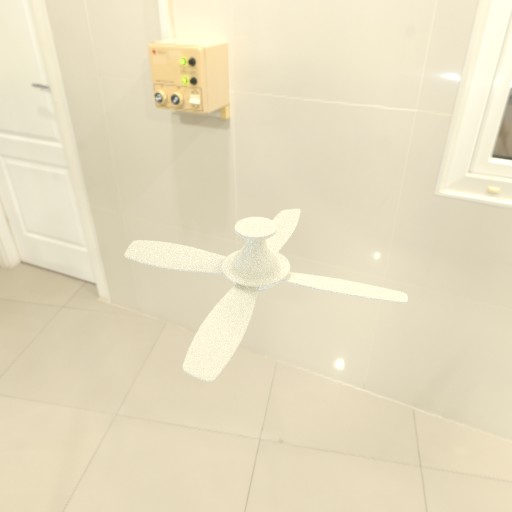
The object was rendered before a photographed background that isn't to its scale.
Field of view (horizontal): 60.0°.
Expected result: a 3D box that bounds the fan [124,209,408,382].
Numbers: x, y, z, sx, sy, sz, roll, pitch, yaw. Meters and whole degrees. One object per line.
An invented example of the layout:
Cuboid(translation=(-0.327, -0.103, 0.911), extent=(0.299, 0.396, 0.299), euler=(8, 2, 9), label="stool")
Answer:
Cuboid(translation=(0.000, 0.000, 2.520), extent=(1.694, 0.382, 1.693), euler=(10, 33, 15), label="fan")
